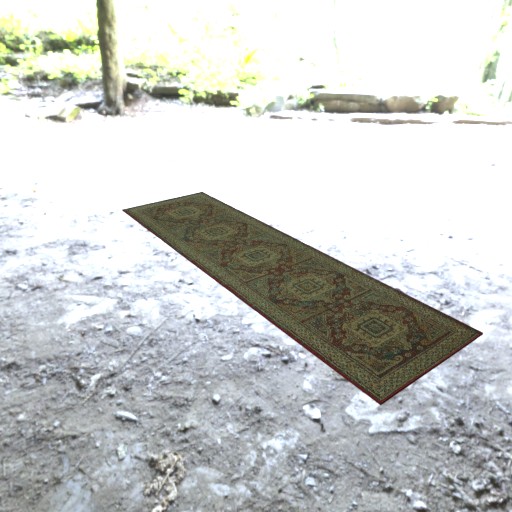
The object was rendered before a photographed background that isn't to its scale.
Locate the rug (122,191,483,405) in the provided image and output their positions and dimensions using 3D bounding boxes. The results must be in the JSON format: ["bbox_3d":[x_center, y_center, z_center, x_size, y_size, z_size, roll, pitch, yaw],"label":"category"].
[{"bbox_3d":[0.000,0.000,2.493,0.659,0.015,2.292,-19,32,-32],"label":"rug"}]
